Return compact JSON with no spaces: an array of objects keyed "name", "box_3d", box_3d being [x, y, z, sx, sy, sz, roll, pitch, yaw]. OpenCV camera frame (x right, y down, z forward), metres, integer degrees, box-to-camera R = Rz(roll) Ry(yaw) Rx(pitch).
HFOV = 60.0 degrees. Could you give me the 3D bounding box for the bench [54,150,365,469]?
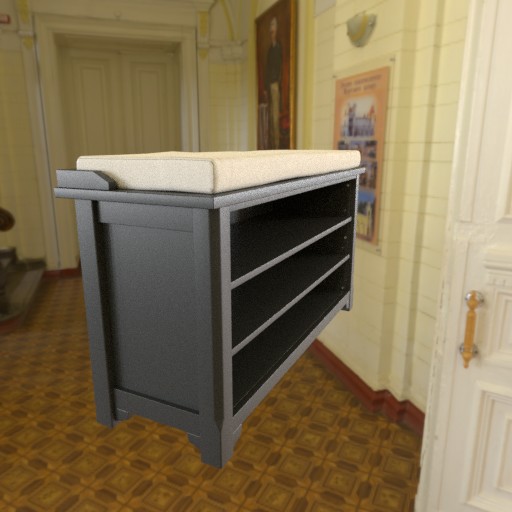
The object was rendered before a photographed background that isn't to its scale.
[{"name":"bench","box_3d":[0.000,0.000,1.215,0.345,0.561,0.973,7,16,26]}]
